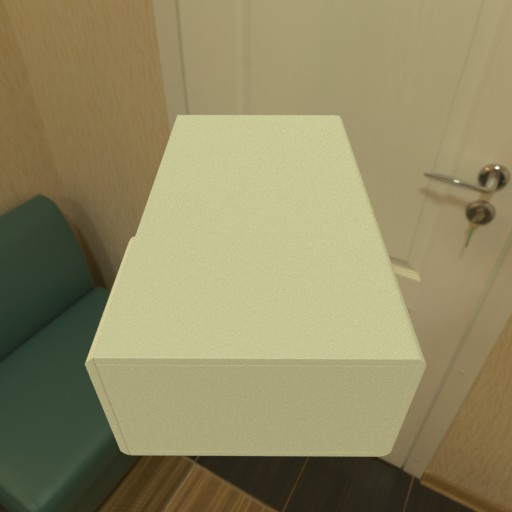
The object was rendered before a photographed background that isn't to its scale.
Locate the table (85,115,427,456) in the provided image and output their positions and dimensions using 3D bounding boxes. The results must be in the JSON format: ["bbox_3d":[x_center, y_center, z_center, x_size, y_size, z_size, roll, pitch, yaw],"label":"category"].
[{"bbox_3d":[0.000,0.000,1.369,0.639,0.442,1.097,0,40,0],"label":"table"}]
